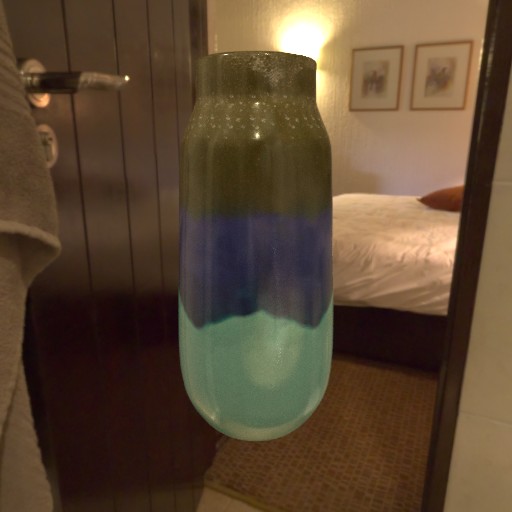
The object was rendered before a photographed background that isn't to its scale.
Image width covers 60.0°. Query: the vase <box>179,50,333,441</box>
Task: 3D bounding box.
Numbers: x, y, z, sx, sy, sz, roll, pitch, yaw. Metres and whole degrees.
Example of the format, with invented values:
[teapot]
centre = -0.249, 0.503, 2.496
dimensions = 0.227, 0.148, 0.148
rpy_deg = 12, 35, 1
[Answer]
[vase]
centre = 0.000, 0.000, 0.383
dimensions = 0.139, 0.313, 0.139
rpy_deg = 0, 16, 0
